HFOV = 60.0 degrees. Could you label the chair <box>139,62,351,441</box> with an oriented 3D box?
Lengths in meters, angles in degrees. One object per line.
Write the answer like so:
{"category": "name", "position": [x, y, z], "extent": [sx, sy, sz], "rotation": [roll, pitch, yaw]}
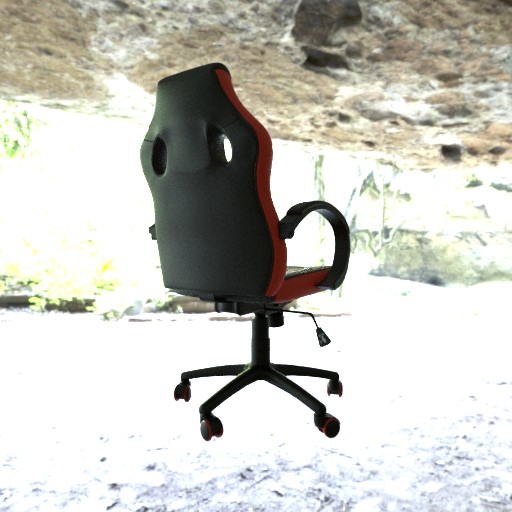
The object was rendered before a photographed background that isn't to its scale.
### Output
{"category": "chair", "position": [0.000, 0.000, 1.422], "extent": [0.600, 1.016, 0.642], "rotation": [1, 2, 35]}
